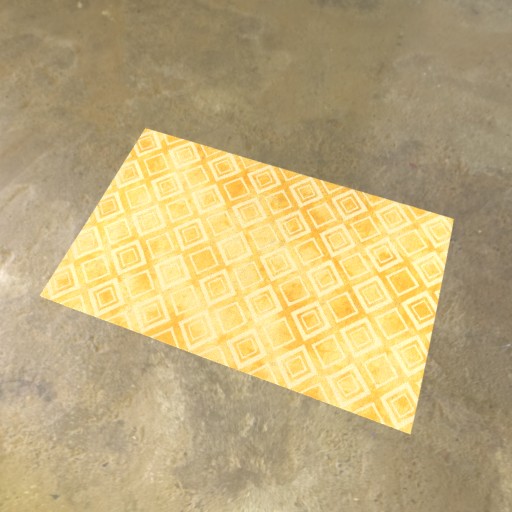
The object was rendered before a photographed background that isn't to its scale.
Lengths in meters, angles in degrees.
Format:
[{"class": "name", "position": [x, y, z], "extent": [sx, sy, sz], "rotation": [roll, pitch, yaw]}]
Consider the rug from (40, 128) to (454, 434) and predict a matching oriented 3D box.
[{"class": "rug", "position": [0.000, 0.000, 2.998], "extent": [2.424, 0.010, 1.511], "rotation": [18, 65, 9]}]
